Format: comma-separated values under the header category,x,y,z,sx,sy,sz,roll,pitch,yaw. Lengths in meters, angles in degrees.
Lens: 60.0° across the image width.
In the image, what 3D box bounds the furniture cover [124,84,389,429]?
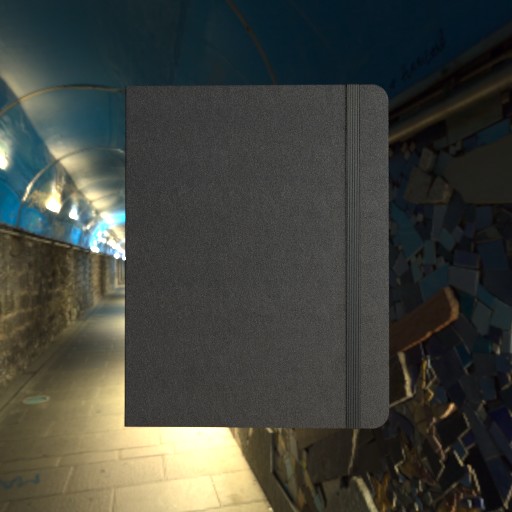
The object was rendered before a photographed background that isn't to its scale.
category,x,y,z,sx,sy,sz,roll,pitch,yaw
furniture cover,0.000,0.000,0.372,0.216,0.281,0.023,0,-1,1
